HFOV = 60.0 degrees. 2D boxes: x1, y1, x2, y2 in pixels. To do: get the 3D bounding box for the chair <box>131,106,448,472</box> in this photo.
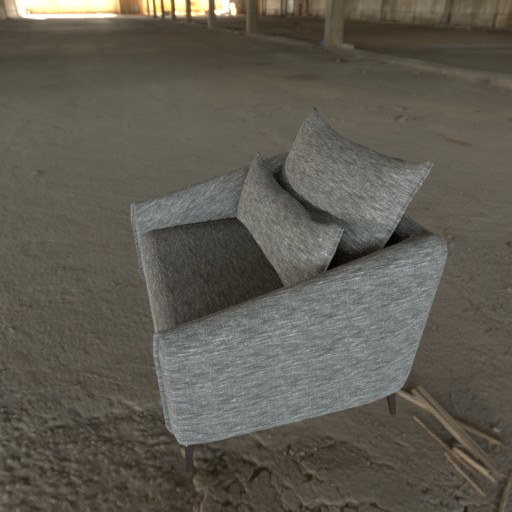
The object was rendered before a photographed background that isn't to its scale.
[{"bbox_3d":[0.000,0.000,1.571,0.805,0.842,1.004,-9,31,-15],"label":"chair"}]
